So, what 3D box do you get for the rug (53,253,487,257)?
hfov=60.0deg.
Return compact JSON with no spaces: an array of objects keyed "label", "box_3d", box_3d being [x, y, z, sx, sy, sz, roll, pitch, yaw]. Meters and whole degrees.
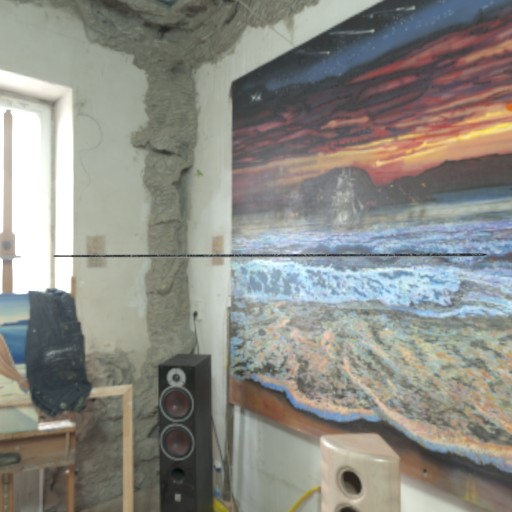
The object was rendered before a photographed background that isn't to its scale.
[{"label":"rug","box_3d":[0.000,0.000,2.565,2.306,0.013,0.719,0,-1,19]}]
